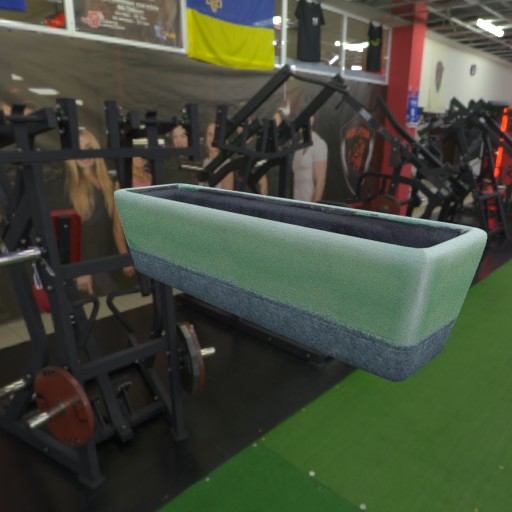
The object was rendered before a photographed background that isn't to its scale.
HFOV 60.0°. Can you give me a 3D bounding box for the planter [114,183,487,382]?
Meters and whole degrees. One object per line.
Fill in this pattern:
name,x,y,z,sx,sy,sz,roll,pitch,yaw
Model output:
planter,0.000,0.000,0.307,0.072,0.072,0.275,-15,22,-42
